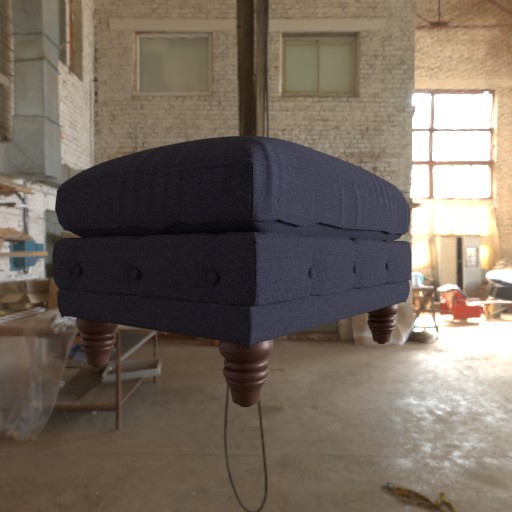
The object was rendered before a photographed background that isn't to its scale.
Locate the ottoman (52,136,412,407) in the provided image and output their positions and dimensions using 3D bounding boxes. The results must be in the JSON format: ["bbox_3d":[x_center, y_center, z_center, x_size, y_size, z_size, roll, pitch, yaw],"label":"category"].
[{"bbox_3d":[0.000,0.000,1.109,0.558,0.486,0.767,0,1,36],"label":"ottoman"}]
